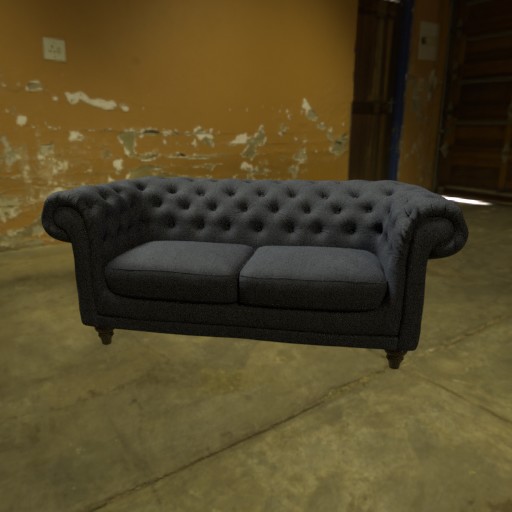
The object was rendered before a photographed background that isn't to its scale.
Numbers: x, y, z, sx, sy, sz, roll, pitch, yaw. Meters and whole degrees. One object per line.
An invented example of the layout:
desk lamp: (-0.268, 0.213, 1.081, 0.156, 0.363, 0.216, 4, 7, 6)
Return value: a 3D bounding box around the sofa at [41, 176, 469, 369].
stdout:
sofa: (0.000, 0.000, 2.542, 1.988, 0.833, 1.082, 3, 16, 10)
